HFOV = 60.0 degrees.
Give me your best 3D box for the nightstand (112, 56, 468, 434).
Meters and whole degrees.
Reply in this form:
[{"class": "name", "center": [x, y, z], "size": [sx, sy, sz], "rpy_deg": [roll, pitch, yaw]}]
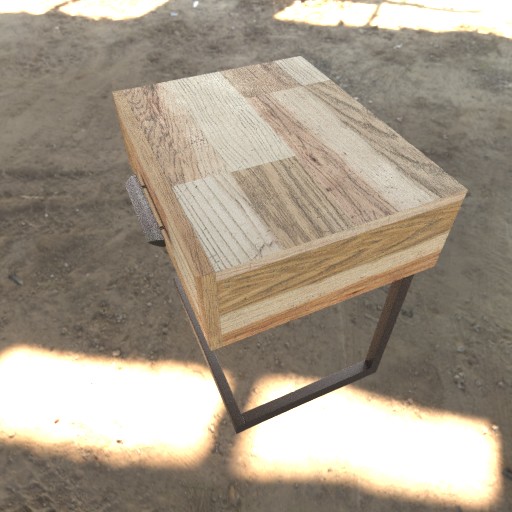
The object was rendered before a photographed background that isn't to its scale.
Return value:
[{"class": "nightstand", "center": [0.000, 0.000, 1.031], "size": [0.481, 0.632, 0.558], "rpy_deg": [-18, 49, -16]}]
